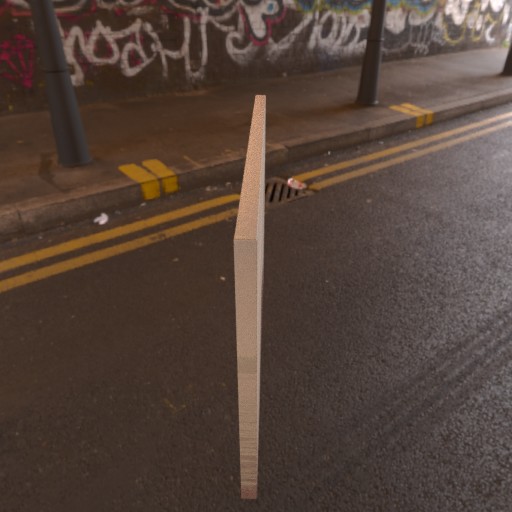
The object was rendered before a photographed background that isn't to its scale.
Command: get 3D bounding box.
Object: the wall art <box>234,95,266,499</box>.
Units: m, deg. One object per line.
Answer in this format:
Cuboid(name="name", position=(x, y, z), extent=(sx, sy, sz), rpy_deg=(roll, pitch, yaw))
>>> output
Cuboid(name="wall art", position=(0.000, 0.000, 0.766), extent=(0.021, 0.410, 0.615), rpy_deg=(1, 31, 2))
